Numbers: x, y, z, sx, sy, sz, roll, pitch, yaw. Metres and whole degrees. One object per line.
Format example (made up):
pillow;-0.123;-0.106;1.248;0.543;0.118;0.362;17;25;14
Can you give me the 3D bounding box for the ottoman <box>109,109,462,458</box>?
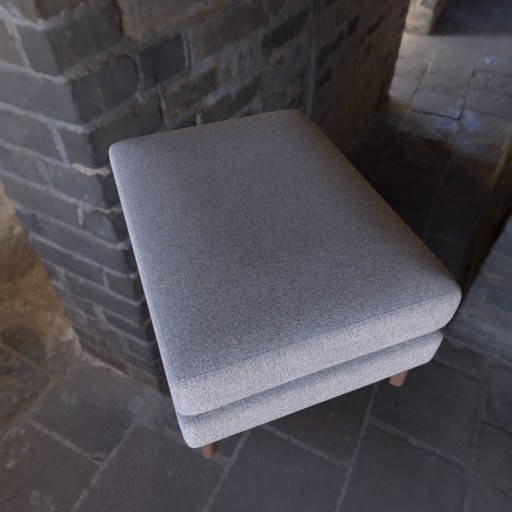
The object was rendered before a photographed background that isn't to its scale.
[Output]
ottoman;0.000;0.000;1.196;0.611;0.441;0.821;-15;48;-14
